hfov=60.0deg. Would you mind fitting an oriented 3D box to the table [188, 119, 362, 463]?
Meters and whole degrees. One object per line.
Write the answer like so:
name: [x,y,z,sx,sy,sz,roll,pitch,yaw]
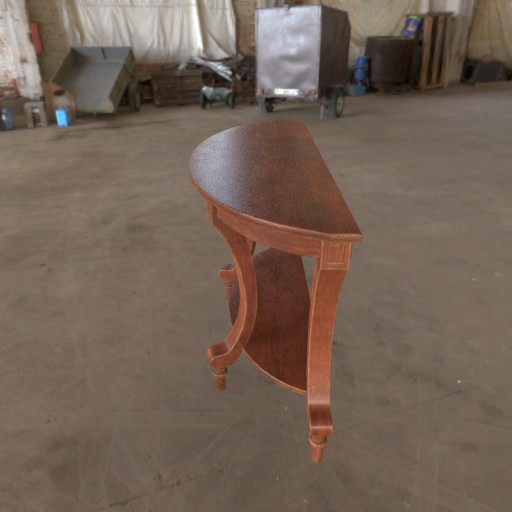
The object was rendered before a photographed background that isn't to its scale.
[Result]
table: [0.000,0.000,1.509,0.394,0.699,1.198,0,27,0]
